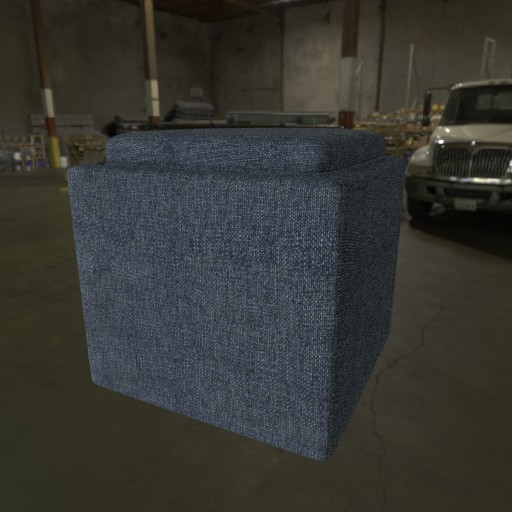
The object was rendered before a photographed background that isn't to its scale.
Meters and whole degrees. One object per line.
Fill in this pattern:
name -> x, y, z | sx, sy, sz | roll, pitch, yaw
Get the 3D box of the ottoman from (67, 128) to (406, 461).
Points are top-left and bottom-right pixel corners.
ottoman -> 0.000, 0.000, 0.830 | 0.450, 0.460, 0.450 | 8, 19, 25
